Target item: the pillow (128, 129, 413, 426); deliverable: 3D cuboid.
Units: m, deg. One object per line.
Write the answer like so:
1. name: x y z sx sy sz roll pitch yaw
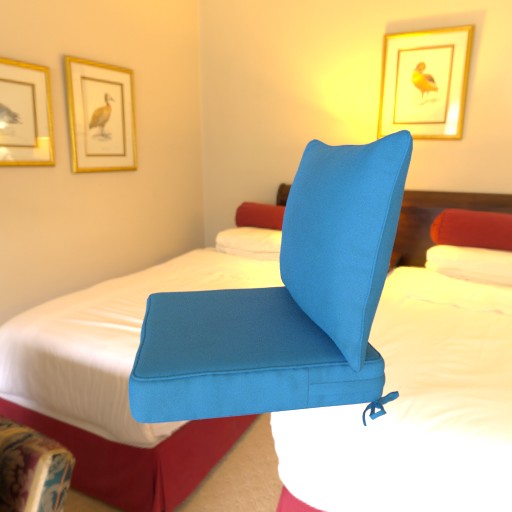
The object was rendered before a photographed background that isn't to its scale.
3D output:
1. pillow: 0.000 0.000 1.370 0.733 0.725 0.798 -2 13 -9
